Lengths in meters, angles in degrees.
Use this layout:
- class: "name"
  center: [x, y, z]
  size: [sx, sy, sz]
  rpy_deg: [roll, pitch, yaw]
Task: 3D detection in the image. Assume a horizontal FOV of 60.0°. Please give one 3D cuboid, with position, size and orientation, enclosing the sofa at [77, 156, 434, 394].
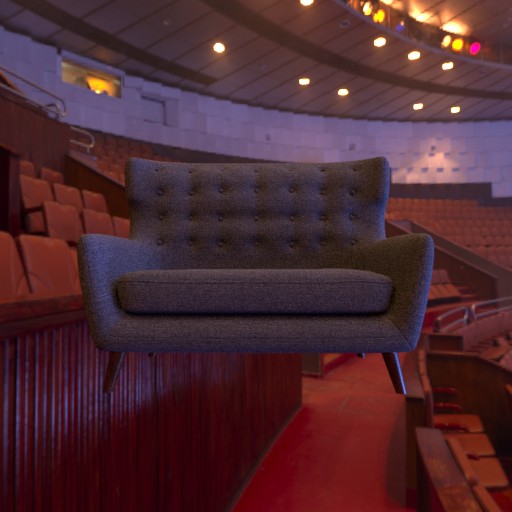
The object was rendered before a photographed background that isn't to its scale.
- class: "sofa"
  center: [0.000, 0.000, 2.031]
  size: [1.358, 1.028, 0.874]
  rpy_deg: [0, -2, 1]
